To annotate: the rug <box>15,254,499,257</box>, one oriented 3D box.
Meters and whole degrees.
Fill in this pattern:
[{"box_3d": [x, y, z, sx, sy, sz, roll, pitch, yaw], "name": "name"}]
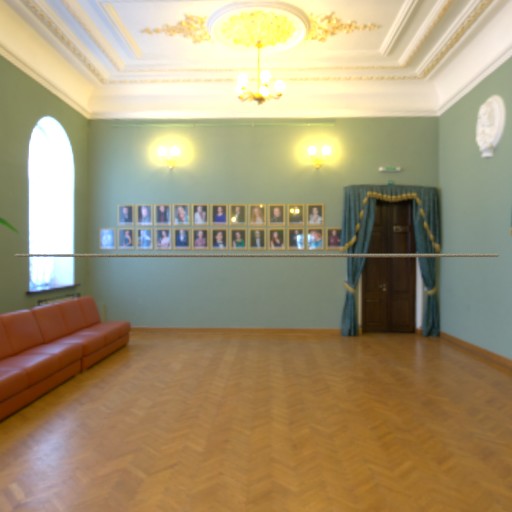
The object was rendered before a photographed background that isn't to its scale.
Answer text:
[{"box_3d": [0.000, 0.000, 2.840, 2.294, 0.014, 1.528, 0, 0, 0], "name": "rug"}]
